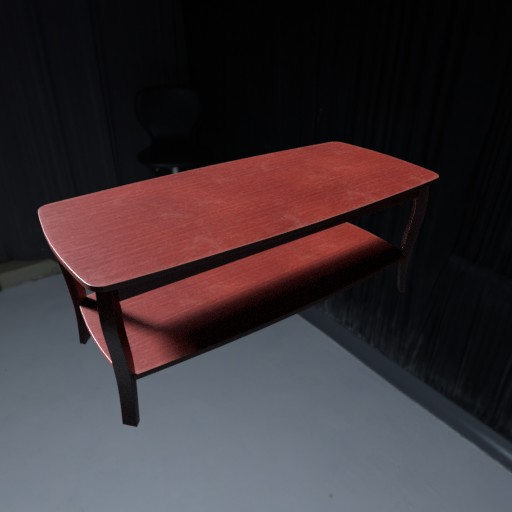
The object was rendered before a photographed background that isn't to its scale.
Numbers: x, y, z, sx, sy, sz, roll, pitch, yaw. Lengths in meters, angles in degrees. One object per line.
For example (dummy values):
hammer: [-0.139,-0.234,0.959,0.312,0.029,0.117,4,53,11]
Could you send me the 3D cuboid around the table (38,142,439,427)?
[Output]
table: [0.000,0.000,1.492,1.216,0.473,0.561,-19,35,-30]
